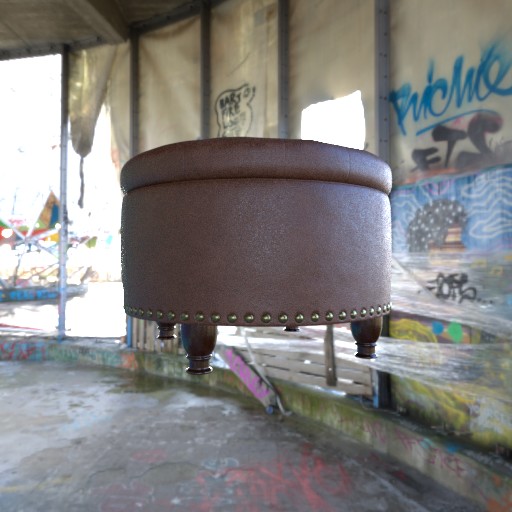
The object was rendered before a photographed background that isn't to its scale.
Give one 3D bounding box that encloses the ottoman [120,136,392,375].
[{"bbox_3d":[0.000,0.000,1.084,0.637,0.442,0.637,0,-1,0],"label":"ottoman"}]
